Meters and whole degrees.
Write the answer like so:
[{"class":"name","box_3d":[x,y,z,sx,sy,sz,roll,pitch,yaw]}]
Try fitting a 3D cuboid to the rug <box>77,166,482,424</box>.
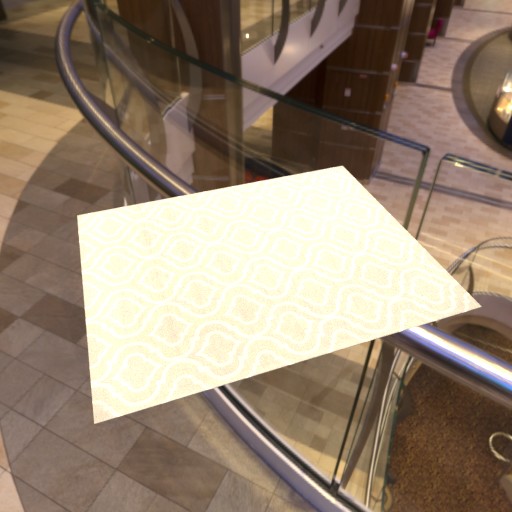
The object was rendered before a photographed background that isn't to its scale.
[{"class":"rug","box_3d":[0.000,0.000,3.874,2.892,0.006,2.283,-13,43,-14]}]
